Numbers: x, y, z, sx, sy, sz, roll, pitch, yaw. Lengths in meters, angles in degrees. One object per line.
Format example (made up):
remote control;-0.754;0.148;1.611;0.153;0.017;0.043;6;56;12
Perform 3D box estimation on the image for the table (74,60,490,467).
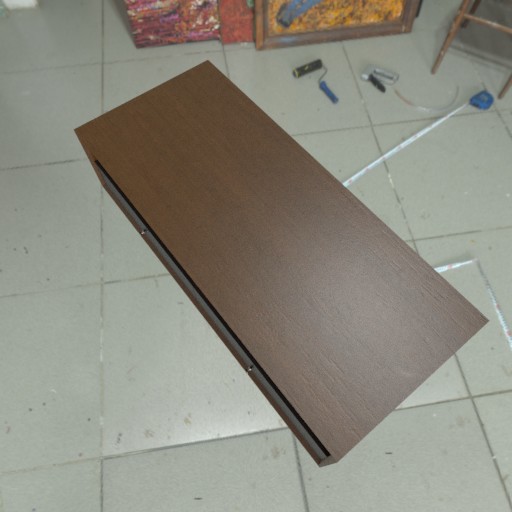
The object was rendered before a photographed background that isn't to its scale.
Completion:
table;0.000;0.000;1.360;0.490;0.464;1.119;-35;68;-17
